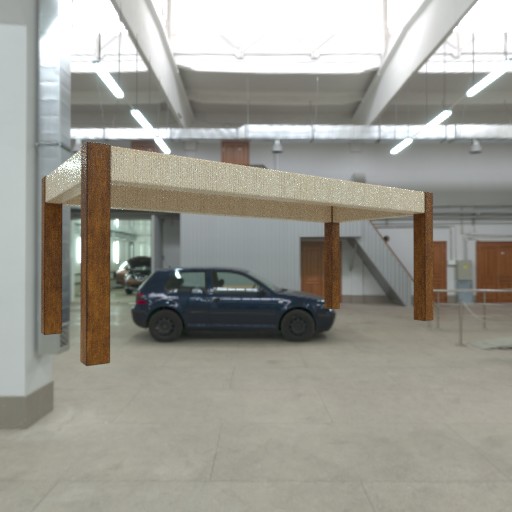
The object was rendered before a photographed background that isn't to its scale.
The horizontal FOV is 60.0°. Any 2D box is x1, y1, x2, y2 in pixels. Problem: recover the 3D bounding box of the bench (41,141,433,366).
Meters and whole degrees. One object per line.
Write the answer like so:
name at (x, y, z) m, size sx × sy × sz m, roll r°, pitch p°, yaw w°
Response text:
bench at (0.000, 0.000, 1.451) m, size 1.198 × 0.457 × 0.507 m, roll 0°, pitch -1°, yaw -35°
